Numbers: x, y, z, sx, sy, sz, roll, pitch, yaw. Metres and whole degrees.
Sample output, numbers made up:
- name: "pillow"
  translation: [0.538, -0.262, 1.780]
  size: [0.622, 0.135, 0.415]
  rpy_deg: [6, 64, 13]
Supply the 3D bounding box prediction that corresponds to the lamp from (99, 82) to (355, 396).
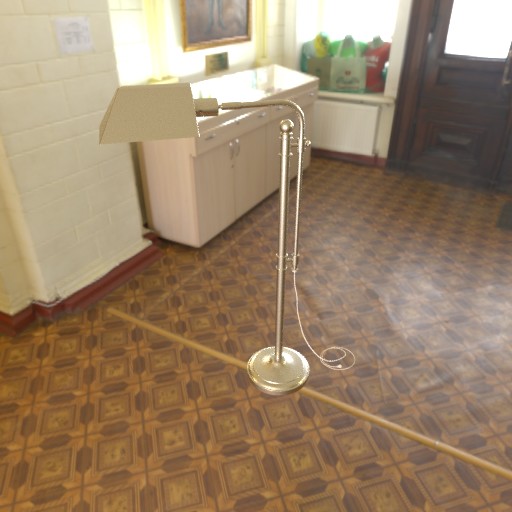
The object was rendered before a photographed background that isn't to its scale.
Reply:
- name: "lamp"
  translation: [0.000, 0.000, 0.946]
  size: [0.546, 0.708, 0.159]
  rpy_deg: [-8, 31, -14]
